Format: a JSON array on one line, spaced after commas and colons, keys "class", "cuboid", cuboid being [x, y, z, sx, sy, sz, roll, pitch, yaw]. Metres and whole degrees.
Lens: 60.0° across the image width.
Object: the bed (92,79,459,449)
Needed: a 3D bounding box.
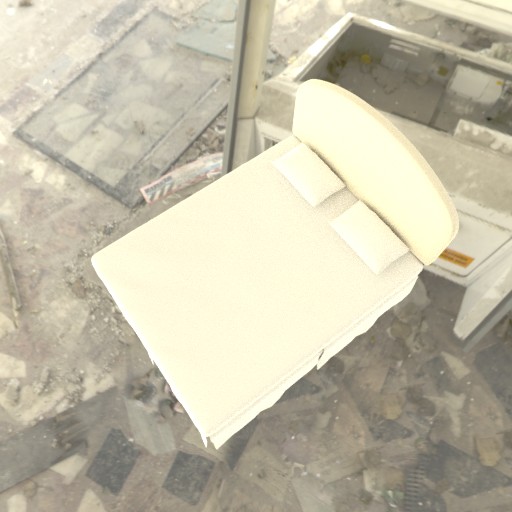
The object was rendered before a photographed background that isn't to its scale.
[{"class": "bed", "cuboid": [0.000, 0.000, 3.077, 2.005, 1.410, 1.607, -34, 69, -15]}]
